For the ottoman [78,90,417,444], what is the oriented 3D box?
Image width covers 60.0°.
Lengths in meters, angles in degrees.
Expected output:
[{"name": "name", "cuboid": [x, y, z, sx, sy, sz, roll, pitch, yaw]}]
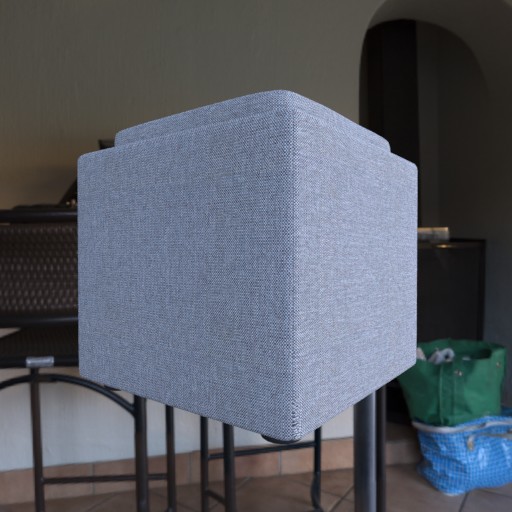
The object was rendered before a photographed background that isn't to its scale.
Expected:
[{"name": "ottoman", "cuboid": [0.000, 0.000, 0.809, 0.450, 0.460, 0.450, 1, 1, 37]}]
